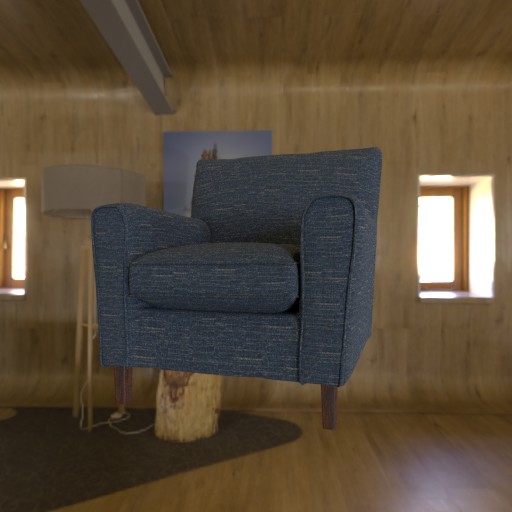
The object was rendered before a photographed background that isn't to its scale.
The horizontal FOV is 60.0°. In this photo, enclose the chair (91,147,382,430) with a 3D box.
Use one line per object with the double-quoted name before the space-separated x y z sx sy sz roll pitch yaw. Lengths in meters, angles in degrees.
"chair" 0.000 0.000 1.632 0.864 0.928 0.873 0 0 18
